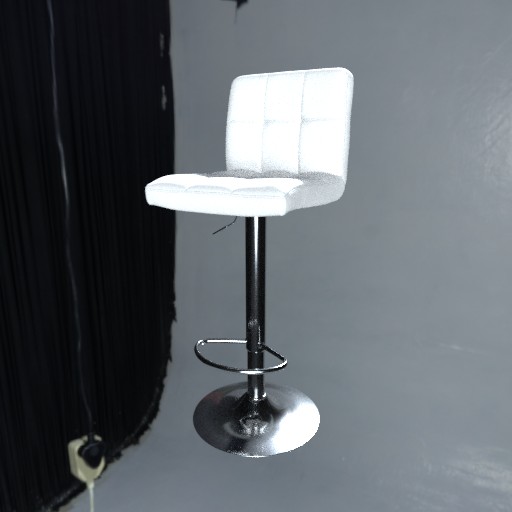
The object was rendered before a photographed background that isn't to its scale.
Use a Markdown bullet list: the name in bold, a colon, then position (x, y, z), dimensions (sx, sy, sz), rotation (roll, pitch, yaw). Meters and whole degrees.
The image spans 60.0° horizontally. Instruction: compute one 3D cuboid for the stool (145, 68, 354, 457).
- **stool**: position (0.000, 0.000, 1.362), dimensions (0.430, 1.115, 0.505), rotation (8, 16, 28)
